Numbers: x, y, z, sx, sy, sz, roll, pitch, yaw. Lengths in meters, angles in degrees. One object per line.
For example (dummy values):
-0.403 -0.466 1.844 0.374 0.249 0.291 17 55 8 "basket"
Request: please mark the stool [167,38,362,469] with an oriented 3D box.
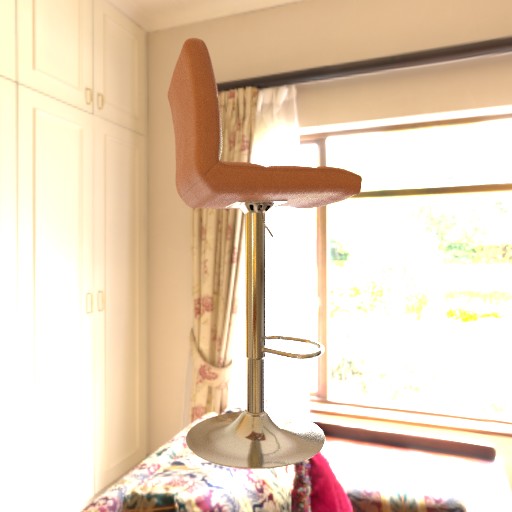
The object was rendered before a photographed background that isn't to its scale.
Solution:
0.000 0.000 1.362 0.505 1.115 0.430 0 0 -18 "stool"
